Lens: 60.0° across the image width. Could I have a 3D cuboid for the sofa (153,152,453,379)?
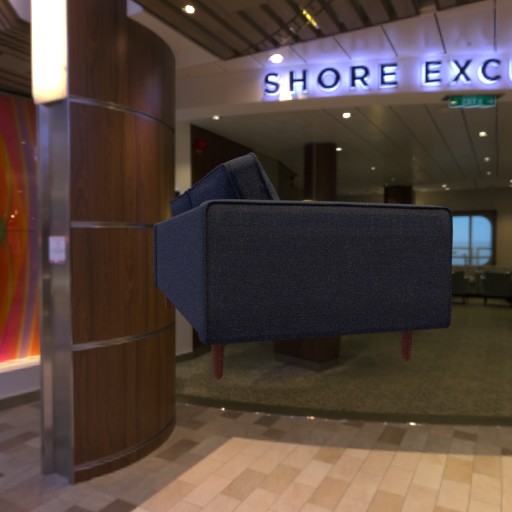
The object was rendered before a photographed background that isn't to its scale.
[{"bbox_3d":[0.000,0.000,2.317,0.914,0.762,1.880,-1,2,-17],"label":"sofa"}]
